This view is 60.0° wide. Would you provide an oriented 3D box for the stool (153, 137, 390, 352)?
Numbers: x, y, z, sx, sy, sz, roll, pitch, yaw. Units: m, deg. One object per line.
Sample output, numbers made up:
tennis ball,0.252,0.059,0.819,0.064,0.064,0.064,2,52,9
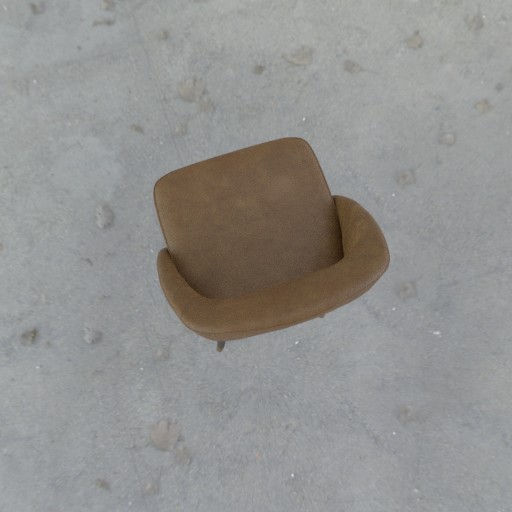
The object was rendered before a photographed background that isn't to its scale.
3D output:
stool,0.000,0.000,1.304,0.494,1.037,0.509,-18,77,-4
